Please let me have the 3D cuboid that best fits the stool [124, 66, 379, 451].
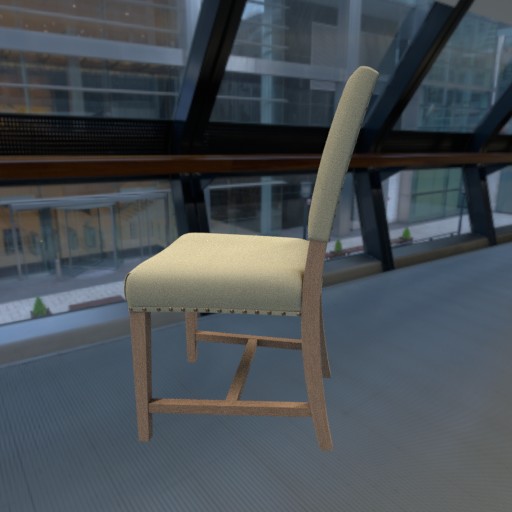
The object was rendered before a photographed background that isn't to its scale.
[{"bbox_3d":[0.000,0.000,1.330,0.623,0.986,0.508,2,15,8],"label":"stool"}]
